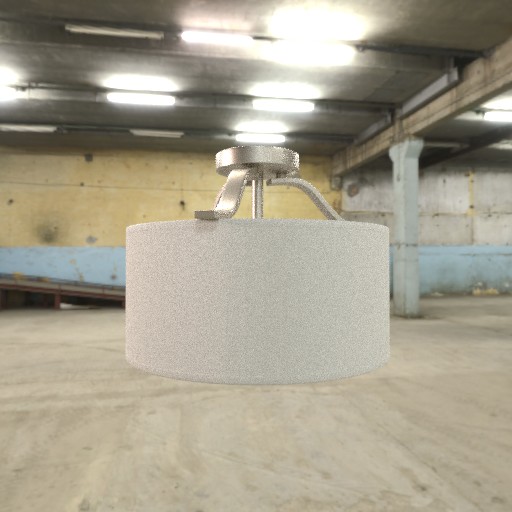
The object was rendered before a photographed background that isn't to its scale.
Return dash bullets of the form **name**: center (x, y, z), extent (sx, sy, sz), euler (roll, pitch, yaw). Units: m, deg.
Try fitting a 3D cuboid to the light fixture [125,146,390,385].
- **light fixture**: center (0.000, 0.000, 0.665), extent (0.395, 0.304, 0.395), euler (0, -1, 0)
